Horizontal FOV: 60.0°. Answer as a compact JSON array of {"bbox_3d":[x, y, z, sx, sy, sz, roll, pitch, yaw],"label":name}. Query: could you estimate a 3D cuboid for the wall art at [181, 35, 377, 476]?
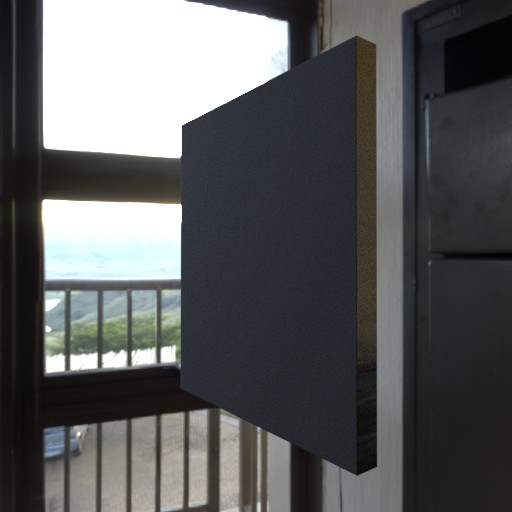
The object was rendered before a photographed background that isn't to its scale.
[{"bbox_3d":[0.000,0.000,0.698,0.037,0.511,0.435,0,-1,-37],"label":"wall art"}]
